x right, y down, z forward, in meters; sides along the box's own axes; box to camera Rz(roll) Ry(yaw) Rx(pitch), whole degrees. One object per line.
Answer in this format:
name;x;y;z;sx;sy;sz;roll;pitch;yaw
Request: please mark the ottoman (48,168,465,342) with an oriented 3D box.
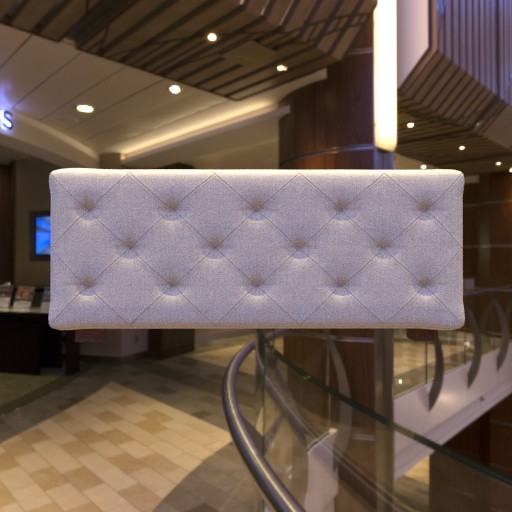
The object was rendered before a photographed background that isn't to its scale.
ottoman;0.000;0.000;1.583;1.028;0.439;1.028;0;0;0
